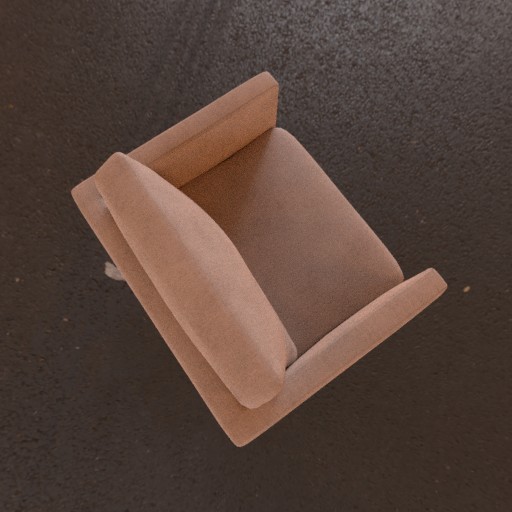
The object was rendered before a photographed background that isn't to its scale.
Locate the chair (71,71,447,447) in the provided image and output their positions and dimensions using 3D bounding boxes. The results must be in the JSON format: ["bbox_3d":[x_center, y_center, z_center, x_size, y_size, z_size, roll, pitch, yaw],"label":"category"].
[{"bbox_3d":[0.000,0.000,1.876,0.959,0.961,1.133,-35,78,-9],"label":"chair"}]
